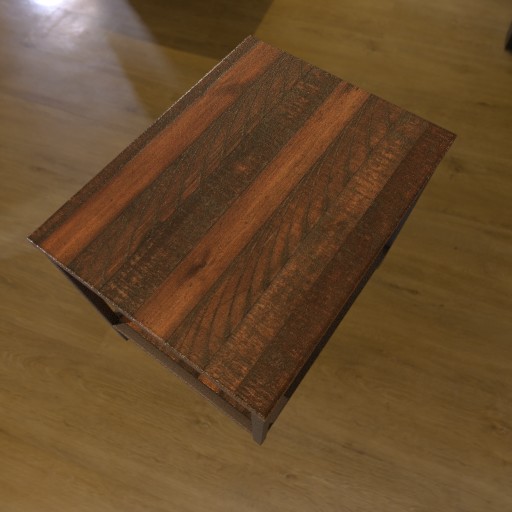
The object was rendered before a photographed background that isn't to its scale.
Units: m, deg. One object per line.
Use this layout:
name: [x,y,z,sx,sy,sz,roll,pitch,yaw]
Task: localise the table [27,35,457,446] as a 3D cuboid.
table: [0.000,0.000,1.121,0.524,0.612,0.678,33,68,15]
